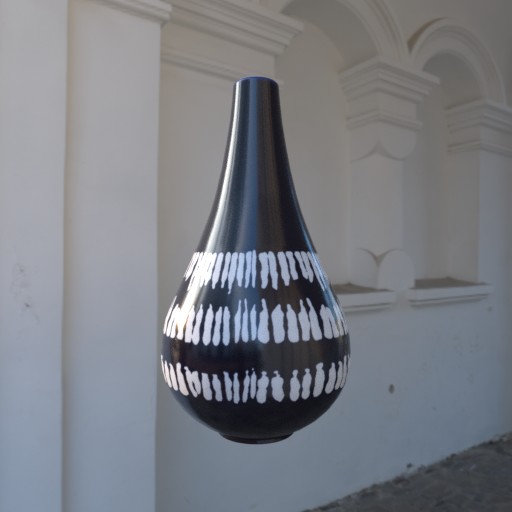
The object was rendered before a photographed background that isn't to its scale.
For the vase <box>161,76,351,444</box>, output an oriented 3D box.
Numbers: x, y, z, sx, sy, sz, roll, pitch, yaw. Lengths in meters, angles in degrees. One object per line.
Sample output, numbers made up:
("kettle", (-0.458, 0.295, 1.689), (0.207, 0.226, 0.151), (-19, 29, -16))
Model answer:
("vase", (0.000, 0.000, 0.379), (0.159, 0.295, 0.159), (0, -1, 0))
